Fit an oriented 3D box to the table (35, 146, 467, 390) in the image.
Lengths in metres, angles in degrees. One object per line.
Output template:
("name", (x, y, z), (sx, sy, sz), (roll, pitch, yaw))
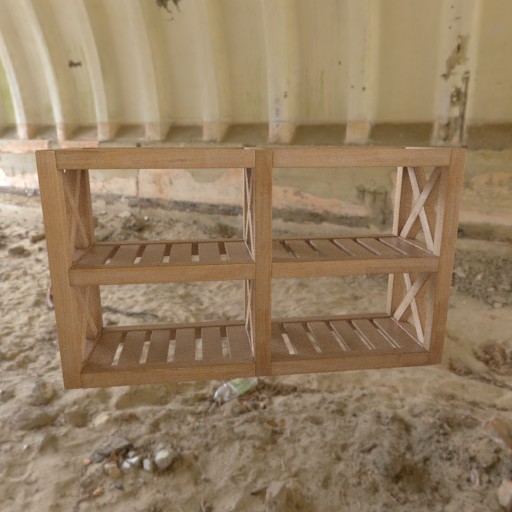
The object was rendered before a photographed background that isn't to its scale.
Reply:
("table", (0.000, 0.000, 1.610), (1.320, 0.762, 0.381), (-2, 15, -7))
